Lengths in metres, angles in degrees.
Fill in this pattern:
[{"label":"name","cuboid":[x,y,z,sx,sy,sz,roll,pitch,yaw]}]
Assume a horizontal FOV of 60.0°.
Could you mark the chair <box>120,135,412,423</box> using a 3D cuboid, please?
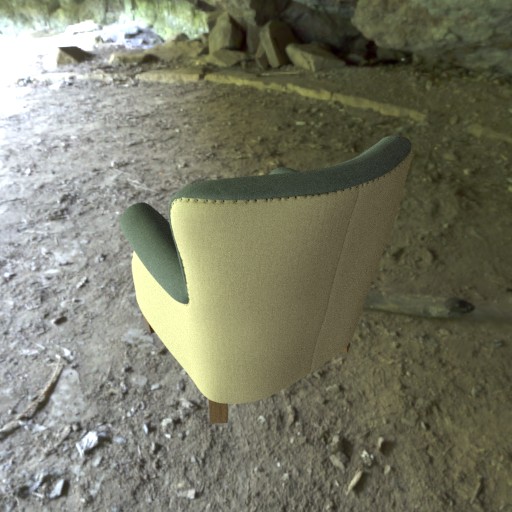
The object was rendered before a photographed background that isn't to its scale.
[{"label":"chair","cuboid":[0.000,0.000,1.682,0.861,0.936,0.921,-20,36,-30]}]
